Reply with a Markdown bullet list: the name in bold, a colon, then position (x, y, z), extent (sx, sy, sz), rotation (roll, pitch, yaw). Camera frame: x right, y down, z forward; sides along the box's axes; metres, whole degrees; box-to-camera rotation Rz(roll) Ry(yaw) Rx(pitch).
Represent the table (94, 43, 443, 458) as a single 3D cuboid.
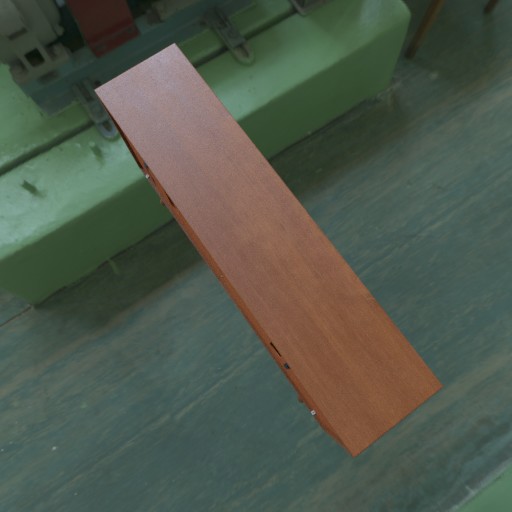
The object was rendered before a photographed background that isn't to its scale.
- **table**: position (0.000, 0.000, 1.529), extent (0.308, 0.698, 1.220), rotation (-35, 78, -8)
